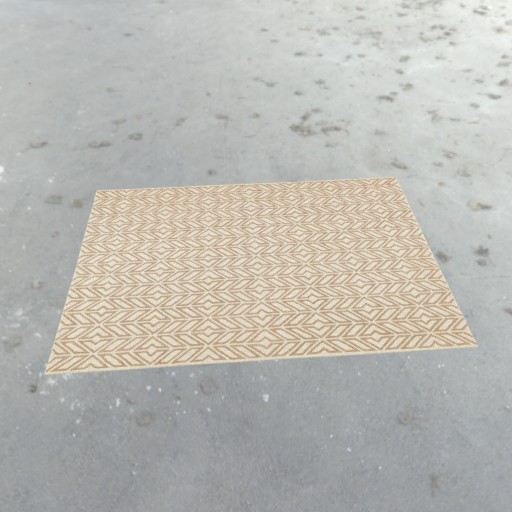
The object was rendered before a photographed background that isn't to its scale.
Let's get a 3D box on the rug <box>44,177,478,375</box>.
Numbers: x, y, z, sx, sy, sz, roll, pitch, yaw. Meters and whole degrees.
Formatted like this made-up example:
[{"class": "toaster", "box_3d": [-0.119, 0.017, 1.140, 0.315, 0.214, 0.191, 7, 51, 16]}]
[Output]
[{"class": "rug", "box_3d": [0.000, 0.000, 2.282, 1.828, 0.007, 1.220, -3, 46, -3]}]
